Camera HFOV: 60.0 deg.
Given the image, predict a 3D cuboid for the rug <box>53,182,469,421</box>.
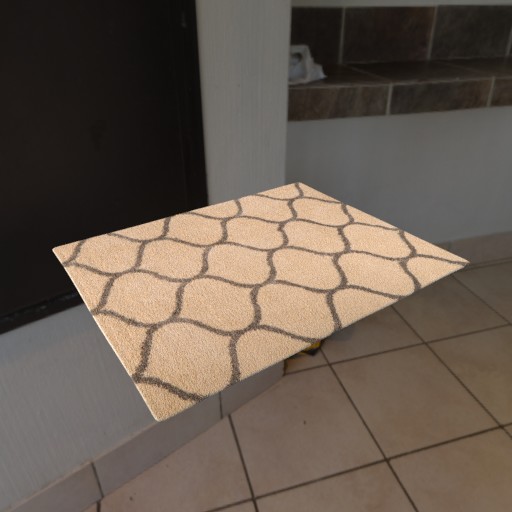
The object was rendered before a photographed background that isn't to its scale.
[{"bbox_3d":[0.000,0.000,4.050,3.000,0.026,2.399,-19,36,-29],"label":"rug"}]
